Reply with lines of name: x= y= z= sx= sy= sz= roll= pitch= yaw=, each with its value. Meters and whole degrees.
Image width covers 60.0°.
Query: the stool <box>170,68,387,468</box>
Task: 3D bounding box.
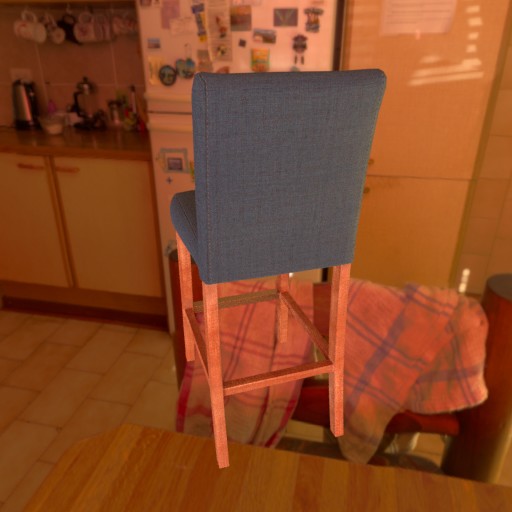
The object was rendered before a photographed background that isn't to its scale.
stool: x=0.000 y=0.000 z=1.374 sx=0.454 sy=1.088 sz=0.574 roll=-8 pitch=27 yaw=-16
